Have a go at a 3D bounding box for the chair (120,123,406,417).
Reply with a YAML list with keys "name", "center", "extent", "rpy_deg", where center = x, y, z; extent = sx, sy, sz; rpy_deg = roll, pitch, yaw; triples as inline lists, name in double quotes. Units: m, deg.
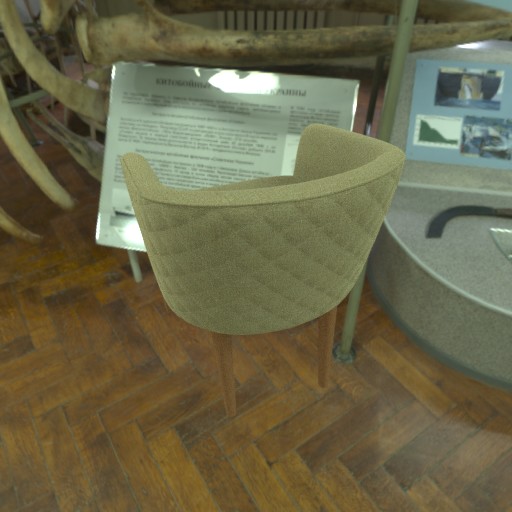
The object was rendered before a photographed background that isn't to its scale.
- name: "chair"
  center: [0.000, 0.000, 1.200]
  extent: [0.584, 0.775, 0.616]
  rpy_deg: [-13, 43, -14]
